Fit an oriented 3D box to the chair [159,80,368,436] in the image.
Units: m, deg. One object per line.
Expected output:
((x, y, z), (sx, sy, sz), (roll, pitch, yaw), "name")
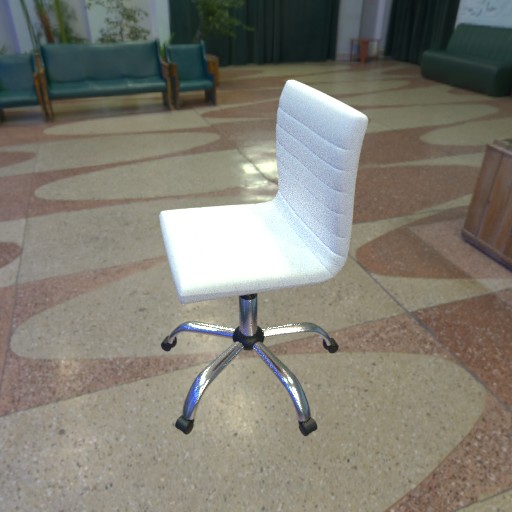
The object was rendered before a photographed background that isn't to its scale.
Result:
((0.000, 0.000, 1.131), (0.530, 0.780, 0.556), (-9, 32, -14), "chair")
